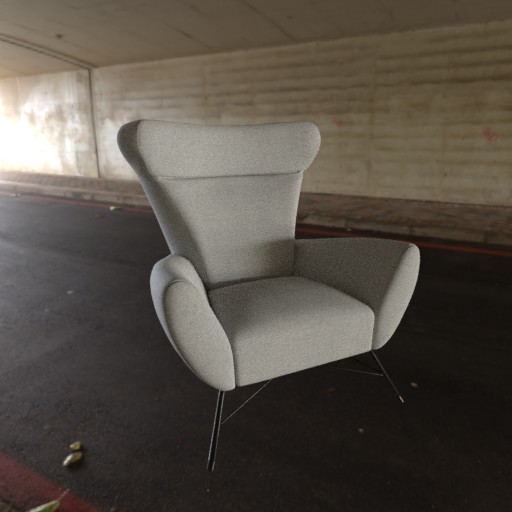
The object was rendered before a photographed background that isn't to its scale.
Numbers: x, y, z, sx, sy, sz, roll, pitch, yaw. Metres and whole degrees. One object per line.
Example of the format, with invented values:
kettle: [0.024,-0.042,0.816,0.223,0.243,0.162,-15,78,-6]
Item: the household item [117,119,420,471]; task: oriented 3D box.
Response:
household item: [0.000,0.000,1.773,0.980,1.050,0.900,-8,17,-26]
